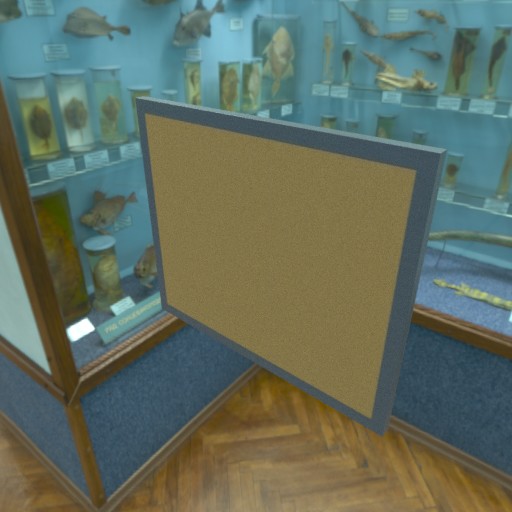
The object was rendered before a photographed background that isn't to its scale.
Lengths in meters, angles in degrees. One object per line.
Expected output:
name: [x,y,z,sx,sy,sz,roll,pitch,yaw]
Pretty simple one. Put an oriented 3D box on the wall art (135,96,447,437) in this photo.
wall art: [0.000,0.000,0.917,0.660,0.558,0.026,22,36,34]
